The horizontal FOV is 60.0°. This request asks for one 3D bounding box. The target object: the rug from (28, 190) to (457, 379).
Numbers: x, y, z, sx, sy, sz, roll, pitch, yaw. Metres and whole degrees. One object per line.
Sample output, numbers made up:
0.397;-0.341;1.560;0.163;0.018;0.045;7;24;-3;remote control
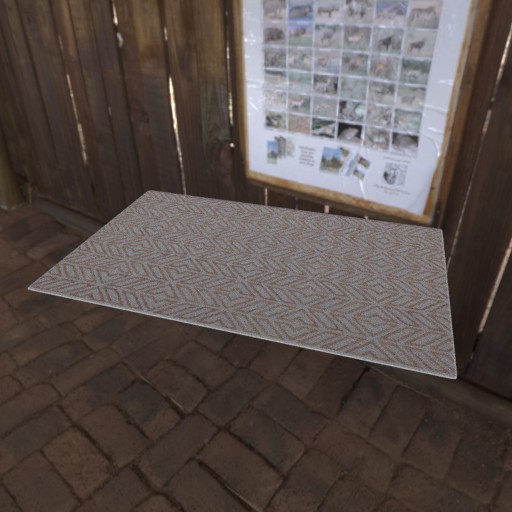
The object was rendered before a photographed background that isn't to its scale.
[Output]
0.000;0.000;2.994;2.438;0.008;1.523;9;33;14;rug
